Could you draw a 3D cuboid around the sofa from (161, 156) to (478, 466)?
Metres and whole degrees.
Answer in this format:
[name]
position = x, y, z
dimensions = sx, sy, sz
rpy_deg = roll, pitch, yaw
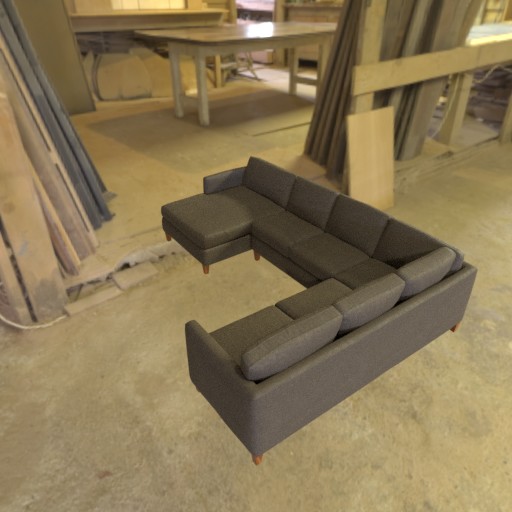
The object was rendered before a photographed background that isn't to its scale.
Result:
[sofa]
position = 0.000, 0.000, 4.714
dimensions = 2.594, 0.961, 3.460
rpy_deg = -21, 37, -30
